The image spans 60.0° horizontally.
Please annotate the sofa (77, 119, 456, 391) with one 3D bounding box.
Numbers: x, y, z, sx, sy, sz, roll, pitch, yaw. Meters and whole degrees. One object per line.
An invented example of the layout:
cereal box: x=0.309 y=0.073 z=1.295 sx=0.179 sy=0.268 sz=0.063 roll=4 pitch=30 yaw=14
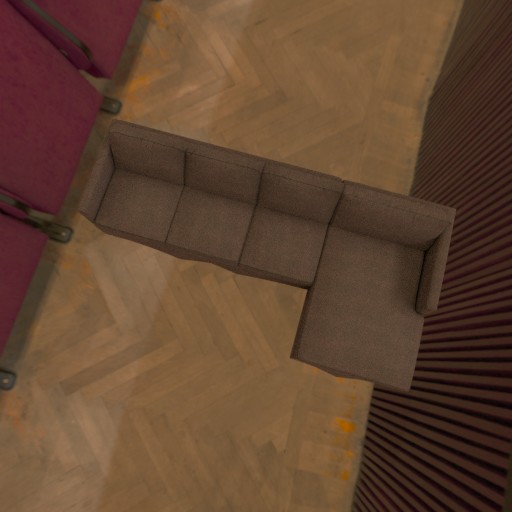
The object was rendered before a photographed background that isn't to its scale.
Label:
sofa: x=0.000 y=0.000 z=4.020 sx=3.205 sy=0.922 sz=1.650 roll=16 pitch=77 yaw=4
